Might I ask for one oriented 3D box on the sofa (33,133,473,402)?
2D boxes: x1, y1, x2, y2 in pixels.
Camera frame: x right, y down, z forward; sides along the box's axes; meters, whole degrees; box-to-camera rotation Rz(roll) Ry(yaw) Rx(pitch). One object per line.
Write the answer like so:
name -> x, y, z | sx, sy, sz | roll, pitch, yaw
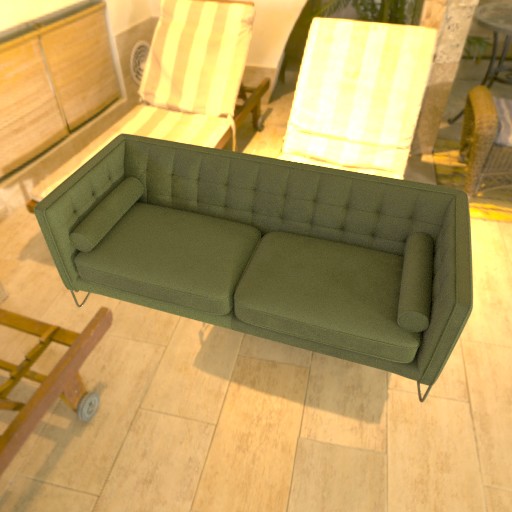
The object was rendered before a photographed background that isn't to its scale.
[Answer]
sofa -> 0.000, 0.000, 2.499 | 2.087, 0.789, 0.867 | 13, 44, 13
